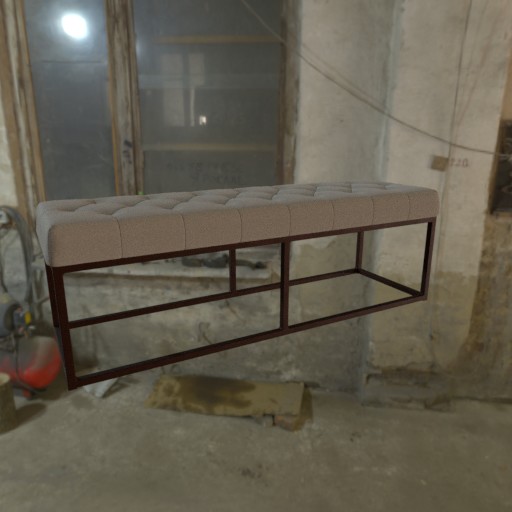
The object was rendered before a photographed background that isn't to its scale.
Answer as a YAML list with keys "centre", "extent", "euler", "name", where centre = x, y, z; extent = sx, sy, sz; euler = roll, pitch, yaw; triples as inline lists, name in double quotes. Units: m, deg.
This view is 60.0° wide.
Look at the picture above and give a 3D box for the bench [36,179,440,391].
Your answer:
- centre: [0.000, 0.000, 1.723]
  extent: [1.488, 0.488, 0.479]
  euler: [-9, 18, -27]
  name: "bench"
